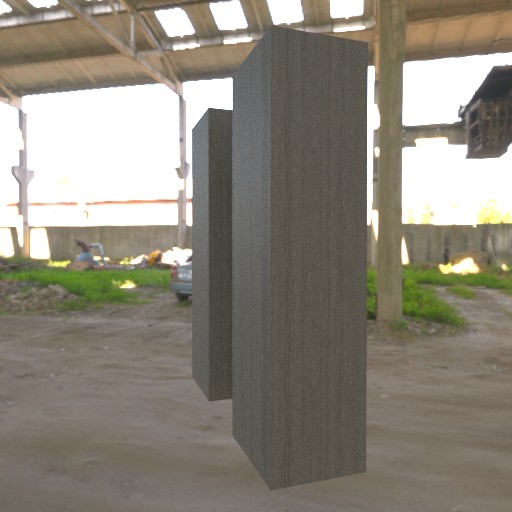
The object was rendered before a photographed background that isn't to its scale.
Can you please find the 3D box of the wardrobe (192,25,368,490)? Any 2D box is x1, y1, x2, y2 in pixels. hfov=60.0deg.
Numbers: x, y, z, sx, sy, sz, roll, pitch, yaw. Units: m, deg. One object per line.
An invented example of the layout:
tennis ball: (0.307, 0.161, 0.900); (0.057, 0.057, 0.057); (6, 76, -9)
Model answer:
wardrobe: (0.000, 0.000, 2.819); (0.480, 2.000, 1.770); (0, 1, -19)
